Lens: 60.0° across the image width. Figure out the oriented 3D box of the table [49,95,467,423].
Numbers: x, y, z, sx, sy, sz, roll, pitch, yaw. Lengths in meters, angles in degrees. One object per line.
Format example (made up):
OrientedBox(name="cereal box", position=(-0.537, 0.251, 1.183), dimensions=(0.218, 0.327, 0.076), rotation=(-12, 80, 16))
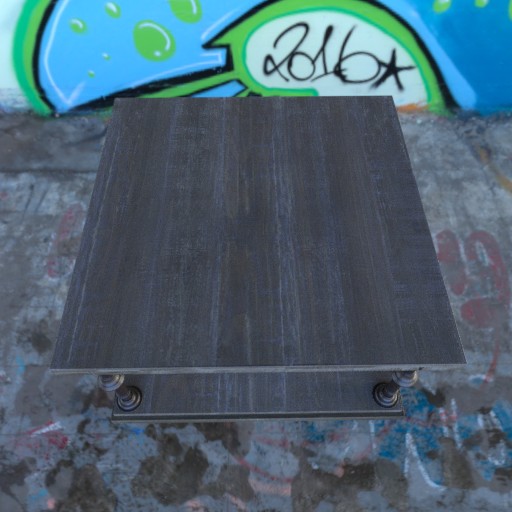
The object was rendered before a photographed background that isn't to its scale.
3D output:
OrientedBox(name="table", position=(0.000, 0.000, 1.093), dimensions=(0.696, 0.400, 0.696), rotation=(-1, 57, 0))
